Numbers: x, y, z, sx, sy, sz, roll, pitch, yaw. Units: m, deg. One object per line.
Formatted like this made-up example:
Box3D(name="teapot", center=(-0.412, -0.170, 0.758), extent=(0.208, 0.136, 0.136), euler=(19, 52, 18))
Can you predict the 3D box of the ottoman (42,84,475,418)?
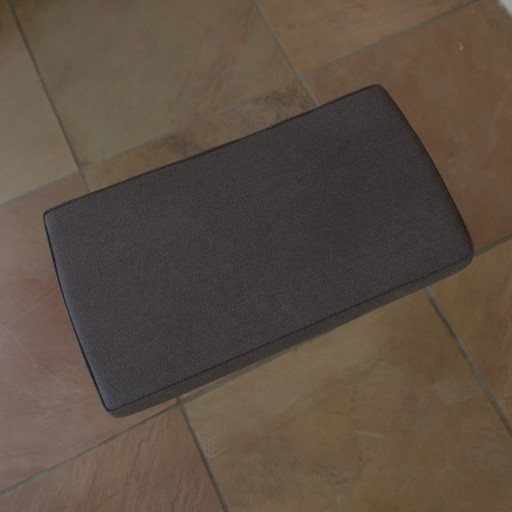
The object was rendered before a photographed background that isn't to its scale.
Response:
Box3D(name="ottoman", center=(0.000, 0.000, 1.131), extent=(0.864, 0.448, 0.490), euler=(-22, 77, -6))
